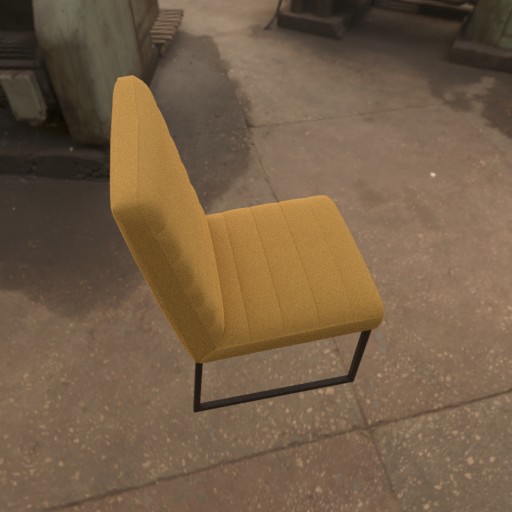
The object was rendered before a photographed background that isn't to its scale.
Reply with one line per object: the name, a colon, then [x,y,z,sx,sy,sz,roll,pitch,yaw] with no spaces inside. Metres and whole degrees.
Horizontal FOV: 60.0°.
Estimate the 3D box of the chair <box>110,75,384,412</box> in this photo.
chair: [0.000,0.000,1.308,0.634,0.930,0.520,-8,48,-8]
